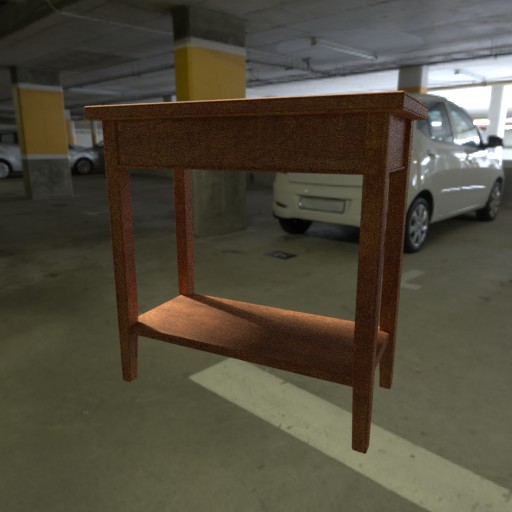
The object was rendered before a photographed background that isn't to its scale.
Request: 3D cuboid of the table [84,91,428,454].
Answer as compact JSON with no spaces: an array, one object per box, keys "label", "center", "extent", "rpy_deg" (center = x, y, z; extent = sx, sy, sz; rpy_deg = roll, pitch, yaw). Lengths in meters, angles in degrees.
[{"label":"table","center":[0.000,0.000,0.950],"extent":[0.610,0.610,0.305],"rpy_deg":[7,16,26]}]
